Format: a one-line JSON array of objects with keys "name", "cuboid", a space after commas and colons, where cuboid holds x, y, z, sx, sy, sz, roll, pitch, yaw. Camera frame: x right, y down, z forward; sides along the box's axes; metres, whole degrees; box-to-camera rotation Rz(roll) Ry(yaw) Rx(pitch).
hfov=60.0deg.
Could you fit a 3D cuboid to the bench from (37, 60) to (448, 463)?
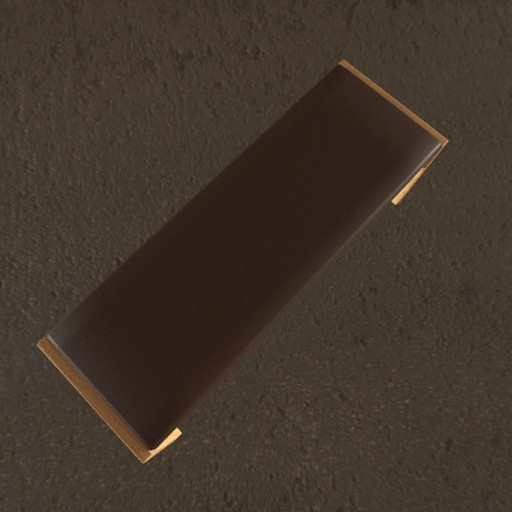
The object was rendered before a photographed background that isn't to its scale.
[{"name": "bench", "cuboid": [0.000, 0.000, 1.409, 0.405, 0.480, 1.200, 43, 79, 11]}]
